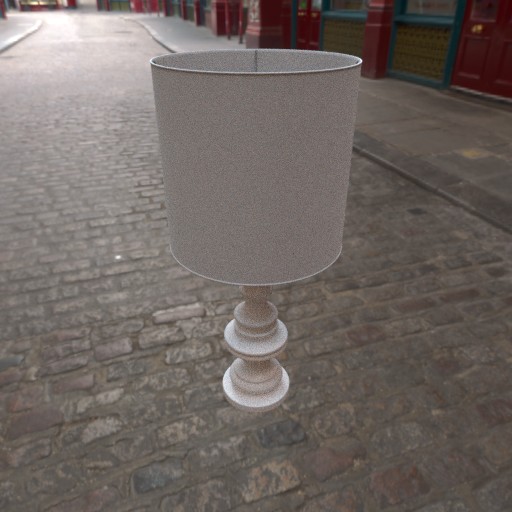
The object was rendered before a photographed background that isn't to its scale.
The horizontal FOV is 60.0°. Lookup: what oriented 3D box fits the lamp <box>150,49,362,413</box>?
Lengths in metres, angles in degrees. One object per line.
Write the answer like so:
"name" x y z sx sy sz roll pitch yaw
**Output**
"lamp" 0.000 0.000 0.557 0.208 0.455 0.208 -10 31 -18
